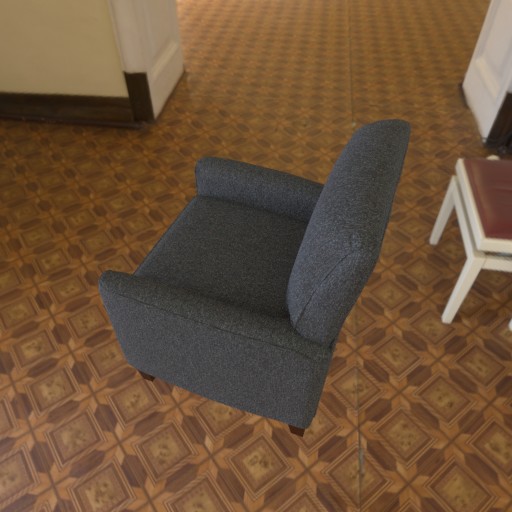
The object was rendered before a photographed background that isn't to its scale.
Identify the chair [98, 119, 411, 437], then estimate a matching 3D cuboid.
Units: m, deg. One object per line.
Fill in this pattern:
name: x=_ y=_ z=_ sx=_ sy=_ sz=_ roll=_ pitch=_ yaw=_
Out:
chair: x=0.000 y=0.000 z=1.645 sx=0.850 sy=1.016 sz=0.839 roll=15 pitch=47 yaw=15
